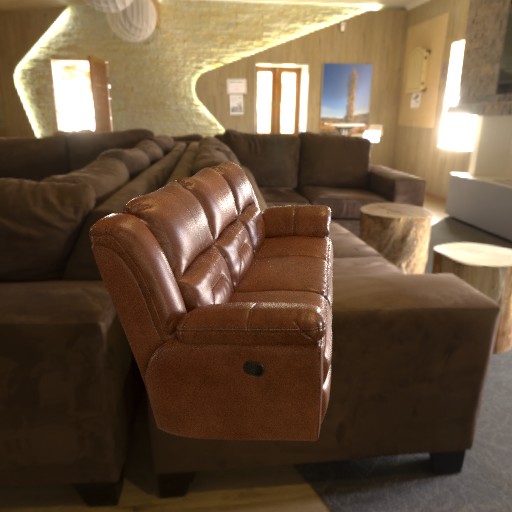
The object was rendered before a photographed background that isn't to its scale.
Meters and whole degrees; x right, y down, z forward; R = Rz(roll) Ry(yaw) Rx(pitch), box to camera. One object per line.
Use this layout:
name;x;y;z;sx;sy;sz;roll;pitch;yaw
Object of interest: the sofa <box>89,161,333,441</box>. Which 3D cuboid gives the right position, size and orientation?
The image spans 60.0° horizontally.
sofa;0.000;0.000;2.820;0.991;1.043;2.337;3;18;9
